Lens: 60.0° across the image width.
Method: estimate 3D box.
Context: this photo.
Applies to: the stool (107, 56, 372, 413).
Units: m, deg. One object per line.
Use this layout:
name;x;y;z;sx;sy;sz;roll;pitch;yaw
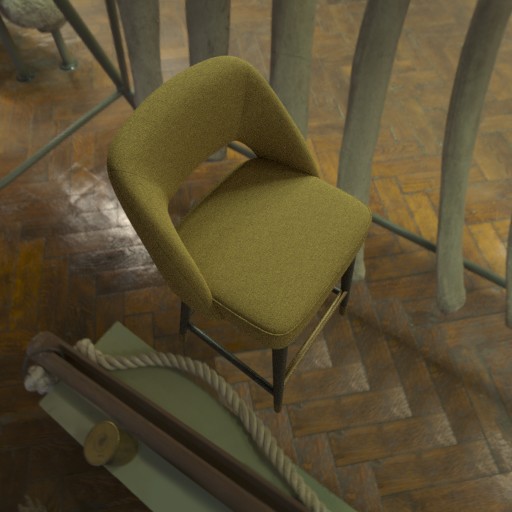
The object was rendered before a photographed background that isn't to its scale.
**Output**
stool;0.000;0.000;1.273;0.522;0.939;0.536;31;63;18
